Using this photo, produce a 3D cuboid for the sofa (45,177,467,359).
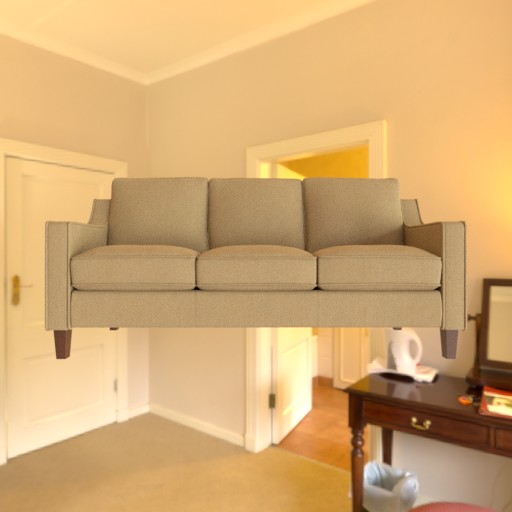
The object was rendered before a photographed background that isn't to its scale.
[{"bbox_3d":[0.000,0.000,2.511,1.986,0.974,0.911,0,0,0],"label":"sofa"}]
